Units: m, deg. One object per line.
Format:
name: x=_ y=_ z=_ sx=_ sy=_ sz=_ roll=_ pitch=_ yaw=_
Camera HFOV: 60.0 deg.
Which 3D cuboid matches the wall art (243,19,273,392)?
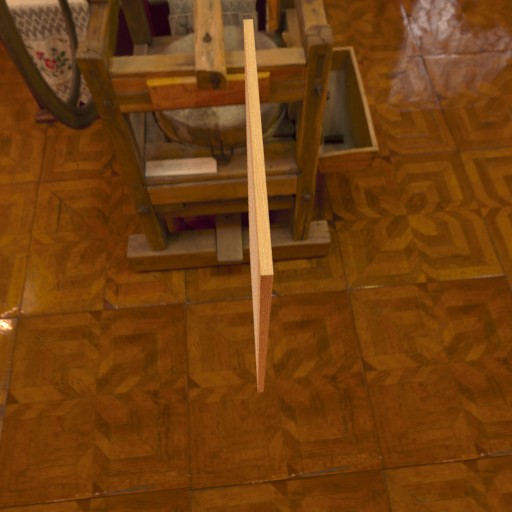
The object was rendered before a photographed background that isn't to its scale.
wall art: x=0.000 y=0.000 z=0.825 sx=0.013 sy=0.683 sz=0.381 roll=-3 pitch=64 yaw=-1
